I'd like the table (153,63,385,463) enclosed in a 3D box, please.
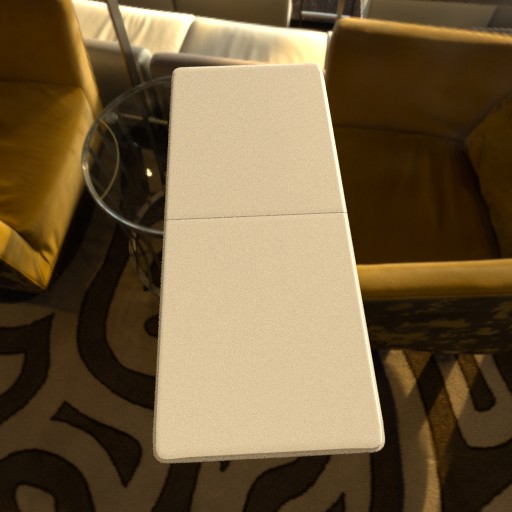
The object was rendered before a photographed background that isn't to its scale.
[{"bbox_3d":[0.000,0.000,2.157,0.761,0.719,1.829,-3,63,-1],"label":"table"}]
